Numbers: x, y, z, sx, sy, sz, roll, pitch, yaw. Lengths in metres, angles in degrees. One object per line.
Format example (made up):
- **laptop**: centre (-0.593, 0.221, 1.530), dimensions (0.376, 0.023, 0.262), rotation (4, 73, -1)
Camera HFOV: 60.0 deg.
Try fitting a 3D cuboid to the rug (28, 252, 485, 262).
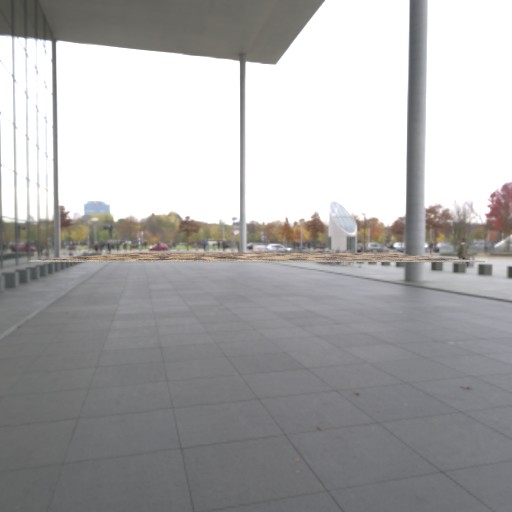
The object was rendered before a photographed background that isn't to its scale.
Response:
- **rug**: centre (0.000, 0.000, 4.047), dimensions (2.977, 0.008, 2.380), rotation (0, 2, 0)
